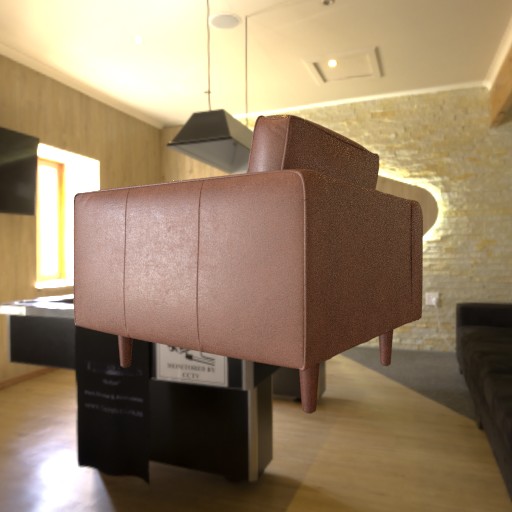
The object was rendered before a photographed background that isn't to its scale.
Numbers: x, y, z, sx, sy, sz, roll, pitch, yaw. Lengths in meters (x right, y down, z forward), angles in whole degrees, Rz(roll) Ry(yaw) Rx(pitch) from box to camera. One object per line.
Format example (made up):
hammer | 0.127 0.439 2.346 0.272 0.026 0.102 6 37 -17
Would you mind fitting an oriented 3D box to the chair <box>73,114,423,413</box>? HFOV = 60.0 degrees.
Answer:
chair | 0.000 0.000 1.541 0.900 0.770 0.920 1 1 36
